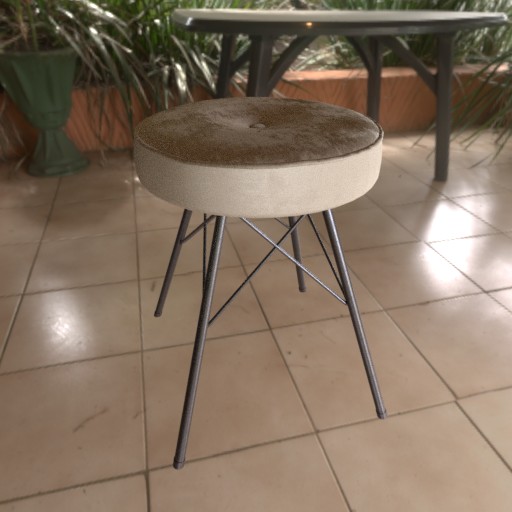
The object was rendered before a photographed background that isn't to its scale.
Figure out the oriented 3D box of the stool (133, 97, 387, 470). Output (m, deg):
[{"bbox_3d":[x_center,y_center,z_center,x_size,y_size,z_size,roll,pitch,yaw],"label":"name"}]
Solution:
[{"bbox_3d":[0.000,0.000,0.868,0.423,0.538,0.457,-8,32,-13],"label":"stool"}]
